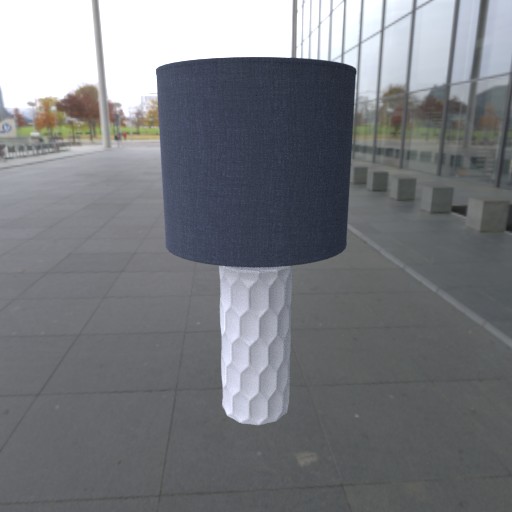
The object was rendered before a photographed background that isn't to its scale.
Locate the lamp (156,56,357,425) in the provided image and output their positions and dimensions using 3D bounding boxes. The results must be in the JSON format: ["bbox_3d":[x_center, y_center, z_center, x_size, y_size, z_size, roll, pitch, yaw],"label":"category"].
[{"bbox_3d":[0.000,0.000,0.696,0.277,0.537,0.277,3,16,10],"label":"lamp"}]
